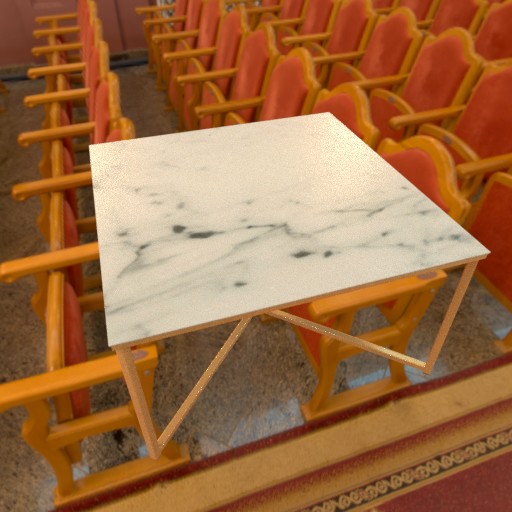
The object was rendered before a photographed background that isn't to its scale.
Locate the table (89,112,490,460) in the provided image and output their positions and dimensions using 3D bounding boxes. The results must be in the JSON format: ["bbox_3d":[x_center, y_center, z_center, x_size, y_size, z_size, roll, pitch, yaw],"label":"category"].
[{"bbox_3d":[0.000,0.000,1.293,0.800,0.450,0.800,-12,42,-14],"label":"table"}]
